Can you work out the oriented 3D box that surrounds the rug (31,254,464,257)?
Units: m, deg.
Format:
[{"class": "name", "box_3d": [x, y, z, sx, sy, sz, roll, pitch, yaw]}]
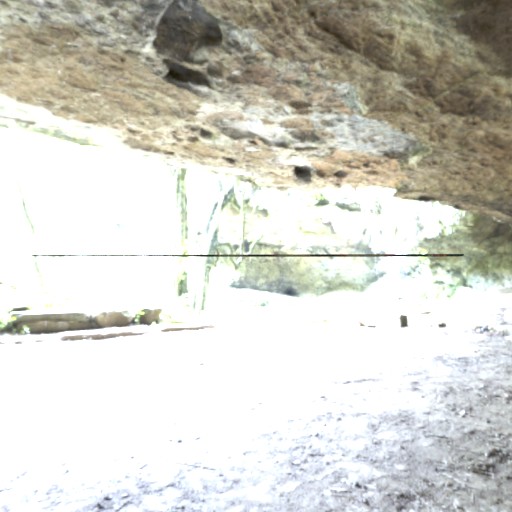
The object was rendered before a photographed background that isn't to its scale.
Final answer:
[{"class": "rug", "box_3d": [0.000, 0.000, 3.083, 2.447, 0.011, 1.520, 0, 0, 18]}]
